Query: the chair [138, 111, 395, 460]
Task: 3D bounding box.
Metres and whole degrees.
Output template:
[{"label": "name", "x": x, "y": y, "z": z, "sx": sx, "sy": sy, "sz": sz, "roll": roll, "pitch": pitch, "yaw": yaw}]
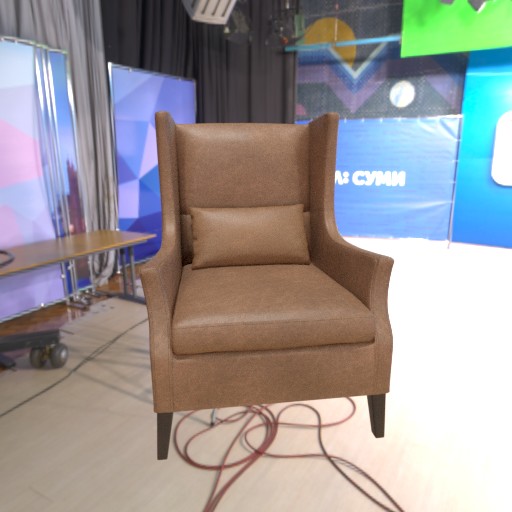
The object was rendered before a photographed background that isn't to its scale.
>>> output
[{"label": "chair", "x": 0.000, "y": 0.000, "z": 1.727, "sx": 0.815, "sy": 1.088, "sz": 0.913, "roll": -2, "pitch": 15, "yaw": -8}]
